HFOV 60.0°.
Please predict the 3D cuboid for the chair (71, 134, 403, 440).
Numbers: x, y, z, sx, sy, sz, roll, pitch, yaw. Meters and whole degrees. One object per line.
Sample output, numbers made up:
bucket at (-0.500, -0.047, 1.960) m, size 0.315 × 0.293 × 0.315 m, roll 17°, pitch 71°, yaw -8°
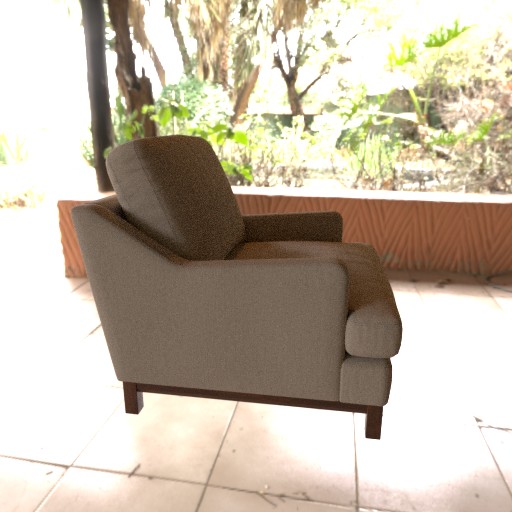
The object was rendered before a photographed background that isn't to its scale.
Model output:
chair at (0.000, 0.000, 1.732) m, size 1.001 × 0.916 × 0.912 m, roll 3°, pitch 16°, yaw 9°
